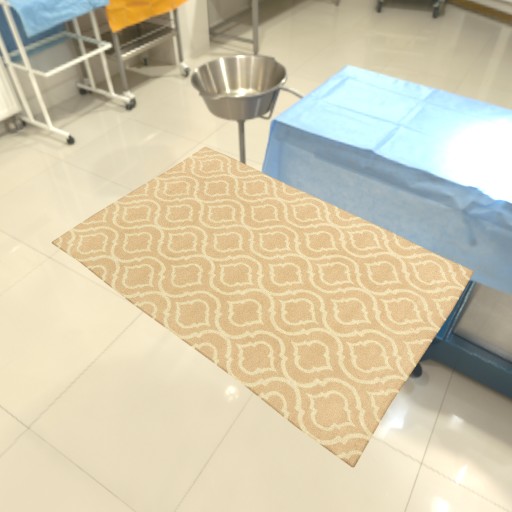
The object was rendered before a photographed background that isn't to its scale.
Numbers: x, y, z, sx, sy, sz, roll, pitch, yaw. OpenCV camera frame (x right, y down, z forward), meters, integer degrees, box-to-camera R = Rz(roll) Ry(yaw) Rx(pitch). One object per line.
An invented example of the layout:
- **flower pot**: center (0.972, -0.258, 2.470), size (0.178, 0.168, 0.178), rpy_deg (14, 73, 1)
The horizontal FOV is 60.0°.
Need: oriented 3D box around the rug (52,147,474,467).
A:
- **rug**: center (0.000, 0.000, 2.177), size (1.761, 0.013, 1.152), rpy_deg (30, 53, 26)
